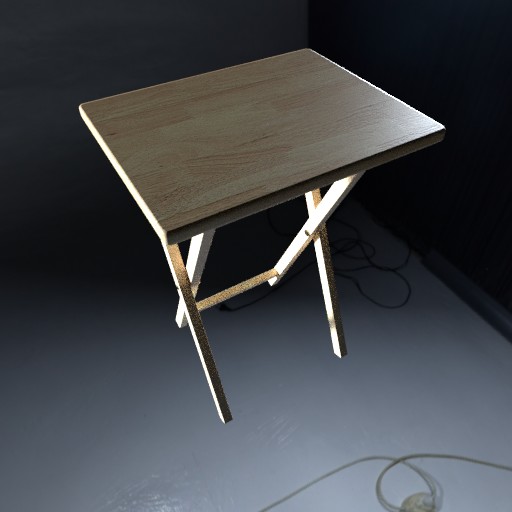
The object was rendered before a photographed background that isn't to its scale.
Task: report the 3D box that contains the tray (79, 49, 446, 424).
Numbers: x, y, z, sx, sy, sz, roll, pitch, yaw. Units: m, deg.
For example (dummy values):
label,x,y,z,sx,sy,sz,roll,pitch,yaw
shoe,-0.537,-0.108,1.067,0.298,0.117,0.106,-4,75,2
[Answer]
label,x,y,z,sx,sy,sz,roll,pitch,yaw
tray,0.000,0.000,0.963,0.483,0.660,0.381,-23,50,-21
